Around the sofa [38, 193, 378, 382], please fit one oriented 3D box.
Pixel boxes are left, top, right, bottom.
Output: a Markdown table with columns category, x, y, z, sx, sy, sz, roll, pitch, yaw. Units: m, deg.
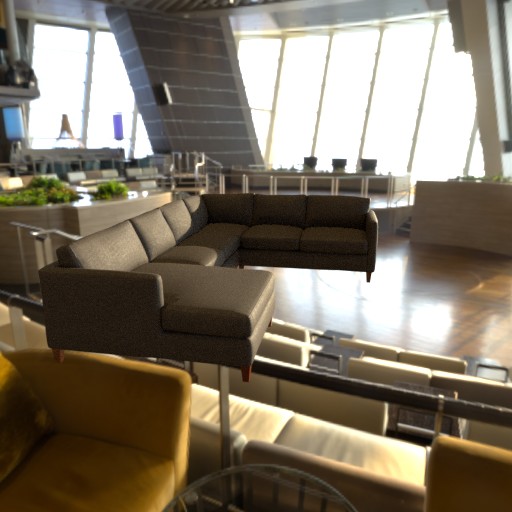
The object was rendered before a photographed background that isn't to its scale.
| category | x | y | z | sx | sy | sz | roll | pitch | yaw |
| --- | --- | --- | --- | --- | --- | --- | --- | --- | --- |
| sofa | 0.000 | 0.000 | 4.631 | 2.594 | 0.961 | 3.460 | 3 | 15 | 11 |
